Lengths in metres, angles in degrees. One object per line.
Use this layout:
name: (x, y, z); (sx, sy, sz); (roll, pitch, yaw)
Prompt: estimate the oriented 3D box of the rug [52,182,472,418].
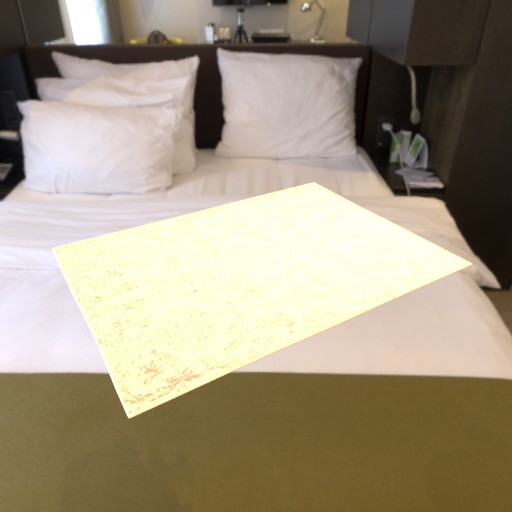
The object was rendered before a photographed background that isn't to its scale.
rug: (0.000, 0.000, 2.863); (2.202, 0.014, 1.598); (-18, 36, -27)
